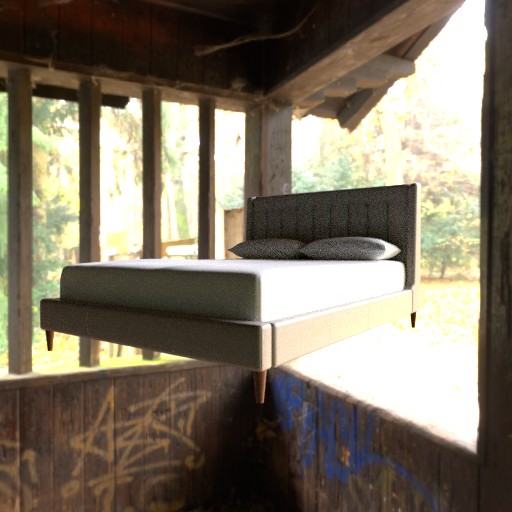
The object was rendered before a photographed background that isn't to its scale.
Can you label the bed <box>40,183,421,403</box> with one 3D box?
[{"bbox_3d":[0.000,0.000,3.114,1.656,1.147,2.232,1,1,36],"label":"bed"}]
